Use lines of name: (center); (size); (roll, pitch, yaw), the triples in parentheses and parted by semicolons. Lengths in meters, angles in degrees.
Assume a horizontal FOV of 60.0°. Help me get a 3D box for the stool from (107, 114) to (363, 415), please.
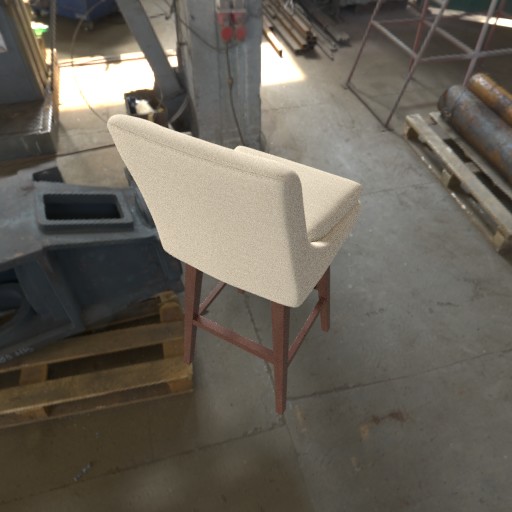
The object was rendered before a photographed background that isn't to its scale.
stool: (0.000, 0.000, 1.406); (0.483, 1.093, 0.559); (22, 50, 20)
